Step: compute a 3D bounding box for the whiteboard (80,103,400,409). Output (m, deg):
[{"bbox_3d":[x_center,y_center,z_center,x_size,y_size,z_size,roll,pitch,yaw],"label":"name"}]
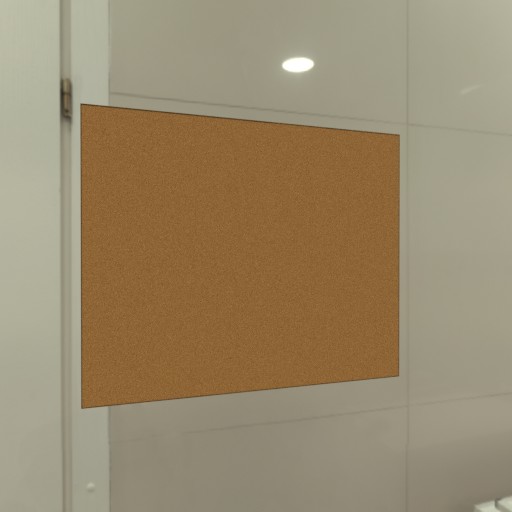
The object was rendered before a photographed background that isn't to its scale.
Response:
[{"bbox_3d":[0.000,0.000,0.765,0.561,0.457,0.029,0,0,-18],"label":"whiteboard"}]
